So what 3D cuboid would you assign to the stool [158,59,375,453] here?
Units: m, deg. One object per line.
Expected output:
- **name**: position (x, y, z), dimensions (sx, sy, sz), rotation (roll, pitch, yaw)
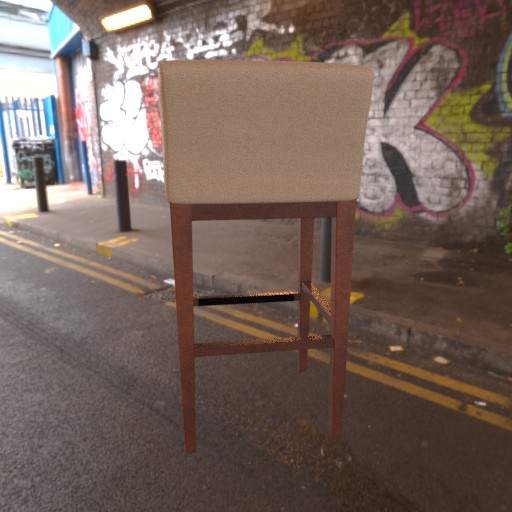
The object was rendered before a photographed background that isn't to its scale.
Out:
- **stool**: position (0.000, 0.000, 1.350), dimensions (0.511, 1.037, 0.500), rotation (-2, 14, -8)
